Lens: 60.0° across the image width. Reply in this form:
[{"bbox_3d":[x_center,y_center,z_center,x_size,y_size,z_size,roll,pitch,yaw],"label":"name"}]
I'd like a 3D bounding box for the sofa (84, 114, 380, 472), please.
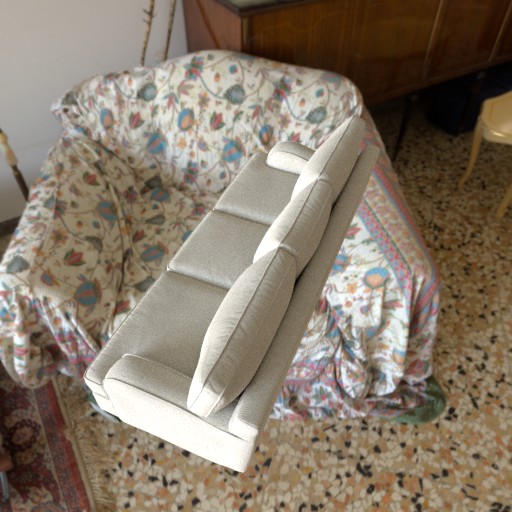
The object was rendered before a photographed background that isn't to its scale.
[{"bbox_3d":[0.000,0.000,2.872,1.016,0.991,2.323,17,49,16],"label":"sofa"}]
